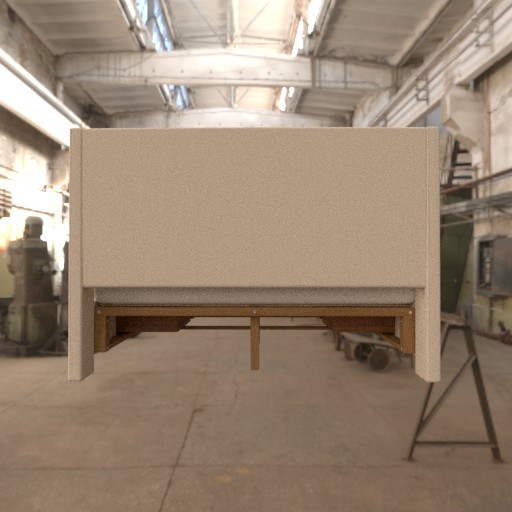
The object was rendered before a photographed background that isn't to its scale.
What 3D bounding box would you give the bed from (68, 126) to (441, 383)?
[{"bbox_3d":[0.000,0.000,3.679,2.145,1.471,2.293,0,-1,1],"label":"bed"}]
